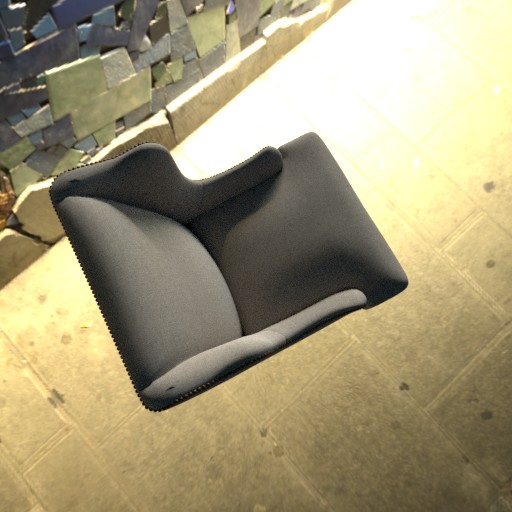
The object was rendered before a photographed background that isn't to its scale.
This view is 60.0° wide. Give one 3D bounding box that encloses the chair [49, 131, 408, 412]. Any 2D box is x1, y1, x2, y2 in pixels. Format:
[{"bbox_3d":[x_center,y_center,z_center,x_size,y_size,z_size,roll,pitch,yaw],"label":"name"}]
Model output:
[{"bbox_3d":[0.000,0.000,1.638,0.940,1.029,0.737,-27,78,-6],"label":"chair"}]
